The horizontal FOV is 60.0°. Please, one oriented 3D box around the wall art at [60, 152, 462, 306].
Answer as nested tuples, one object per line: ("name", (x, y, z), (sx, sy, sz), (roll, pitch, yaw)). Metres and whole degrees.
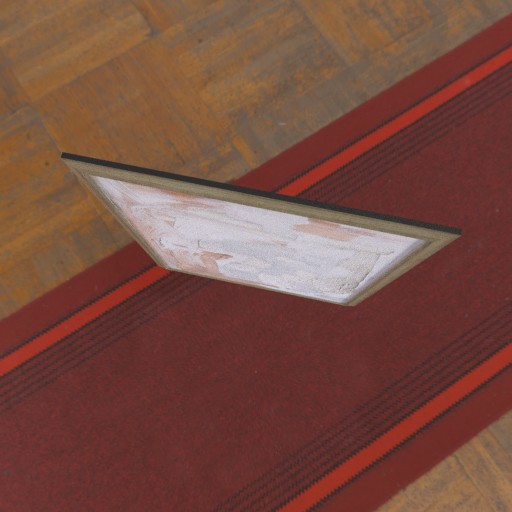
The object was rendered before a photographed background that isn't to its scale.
("wall art", (0.000, 0.000, 0.923), (0.559, 0.660, 0.018), (11, 76, 3))
